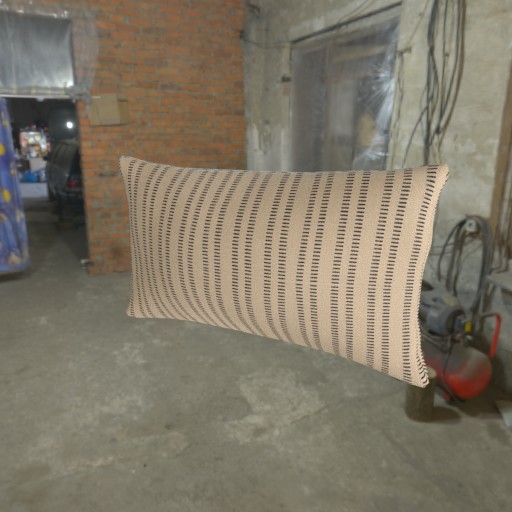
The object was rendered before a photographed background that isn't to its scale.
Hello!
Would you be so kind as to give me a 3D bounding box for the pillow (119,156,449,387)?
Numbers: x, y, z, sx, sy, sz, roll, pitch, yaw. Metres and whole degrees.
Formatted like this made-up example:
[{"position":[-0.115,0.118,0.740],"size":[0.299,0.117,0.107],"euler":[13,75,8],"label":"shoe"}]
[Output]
[{"position":[0.000,0.000,0.824],"size":[0.640,0.353,0.210],"euler":[8,16,27],"label":"pillow"}]
